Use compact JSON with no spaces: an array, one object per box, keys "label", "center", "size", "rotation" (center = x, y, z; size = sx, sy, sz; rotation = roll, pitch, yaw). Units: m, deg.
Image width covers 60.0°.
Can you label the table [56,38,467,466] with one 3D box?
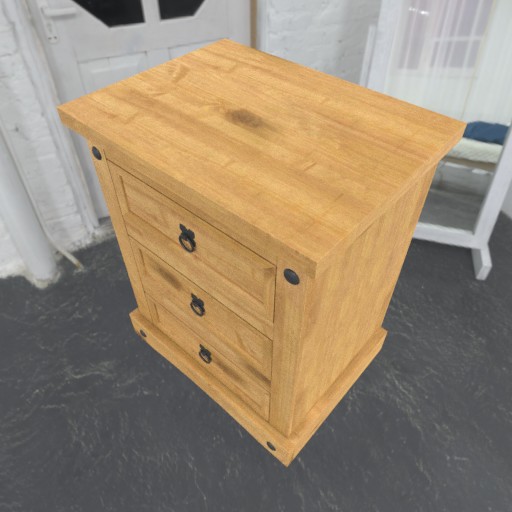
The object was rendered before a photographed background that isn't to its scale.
[{"label":"table","center":[0.000,0.000,1.179],"size":[0.660,0.813,0.500],"rotation":[32,54,27]}]
